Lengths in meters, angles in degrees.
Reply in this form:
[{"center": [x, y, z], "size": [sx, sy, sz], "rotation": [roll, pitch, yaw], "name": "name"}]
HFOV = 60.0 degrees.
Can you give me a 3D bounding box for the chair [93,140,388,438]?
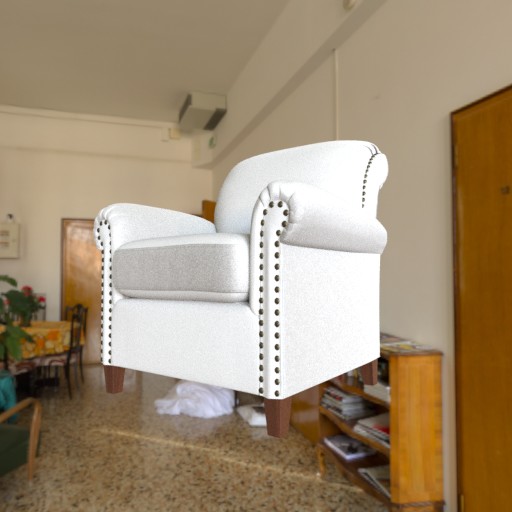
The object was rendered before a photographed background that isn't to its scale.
[{"center": [0.000, 0.000, 1.609], "size": [0.854, 0.927, 0.890], "rotation": [-1, -3, 36], "name": "chair"}]
